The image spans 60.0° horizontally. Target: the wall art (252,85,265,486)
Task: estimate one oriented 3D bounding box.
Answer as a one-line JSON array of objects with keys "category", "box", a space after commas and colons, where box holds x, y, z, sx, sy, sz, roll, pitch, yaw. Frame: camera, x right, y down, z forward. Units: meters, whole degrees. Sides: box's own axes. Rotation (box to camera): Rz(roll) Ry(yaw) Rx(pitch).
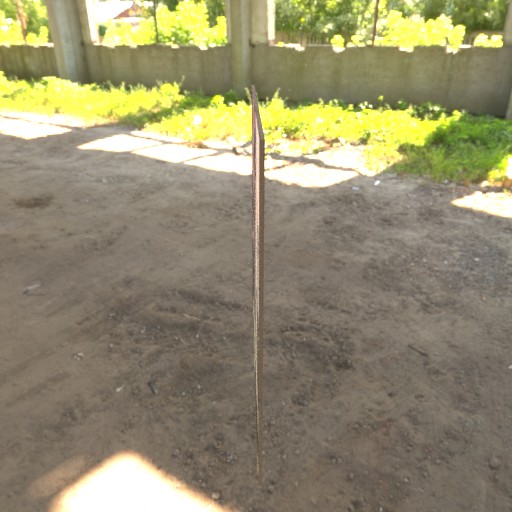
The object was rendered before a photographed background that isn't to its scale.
[{"category": "wall art", "box": [0.000, 0.000, 1.392, 0.010, 0.917, 0.919, -1, 27, -1]}]
